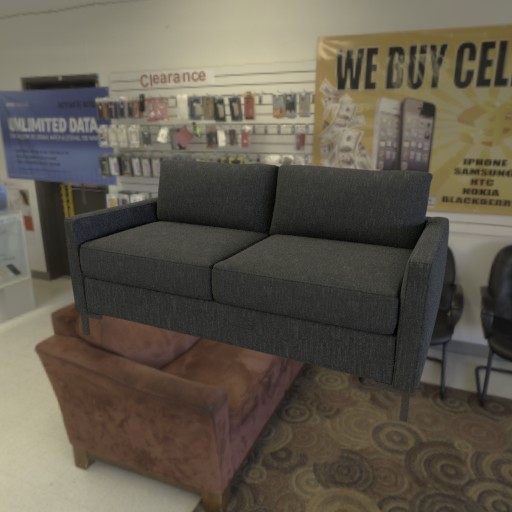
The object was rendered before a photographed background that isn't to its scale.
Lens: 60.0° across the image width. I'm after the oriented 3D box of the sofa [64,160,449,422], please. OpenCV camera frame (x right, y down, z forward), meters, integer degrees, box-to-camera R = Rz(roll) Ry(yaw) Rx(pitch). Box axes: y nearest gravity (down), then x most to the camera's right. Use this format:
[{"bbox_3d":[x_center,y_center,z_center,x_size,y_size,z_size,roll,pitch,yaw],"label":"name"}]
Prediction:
[{"bbox_3d":[0.000,0.000,2.207,1.716,0.862,0.866,8,18,25],"label":"sofa"}]
